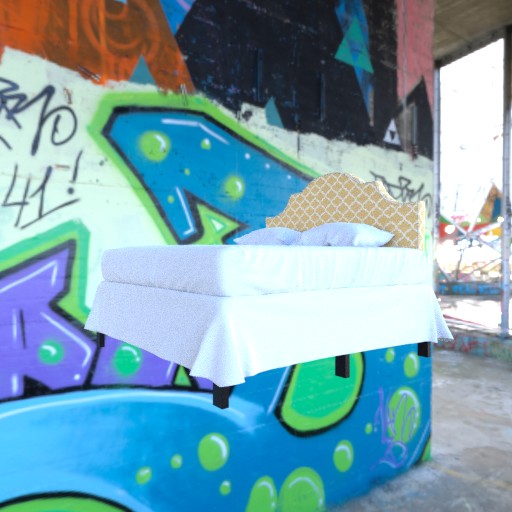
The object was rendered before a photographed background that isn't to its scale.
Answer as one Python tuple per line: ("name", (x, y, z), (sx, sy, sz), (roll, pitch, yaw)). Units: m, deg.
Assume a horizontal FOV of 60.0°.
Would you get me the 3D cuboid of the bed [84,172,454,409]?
("bed", (0.000, 0.000, 3.721), (2.222, 1.601, 2.314), (0, 0, -37))
